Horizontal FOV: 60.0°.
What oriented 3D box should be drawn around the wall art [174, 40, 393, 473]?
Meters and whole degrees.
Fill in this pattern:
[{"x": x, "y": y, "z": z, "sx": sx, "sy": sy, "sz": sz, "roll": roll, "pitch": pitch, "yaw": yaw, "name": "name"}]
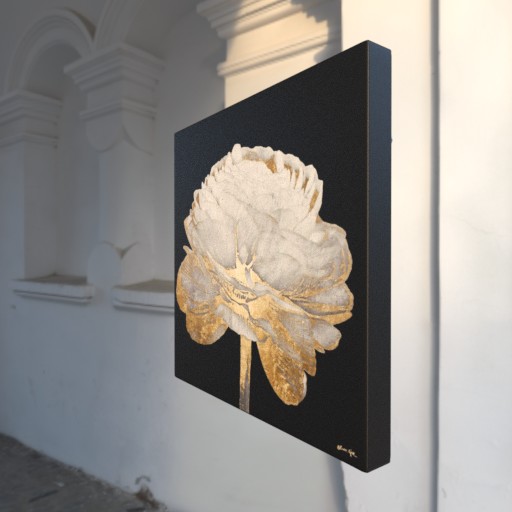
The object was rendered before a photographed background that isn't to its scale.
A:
[{"x": 0.000, "y": 0.000, "z": 0.587, "sx": 0.041, "sy": 0.407, "sz": 0.406, "roll": 0, "pitch": 1, "yaw": -36, "name": "wall art"}]
